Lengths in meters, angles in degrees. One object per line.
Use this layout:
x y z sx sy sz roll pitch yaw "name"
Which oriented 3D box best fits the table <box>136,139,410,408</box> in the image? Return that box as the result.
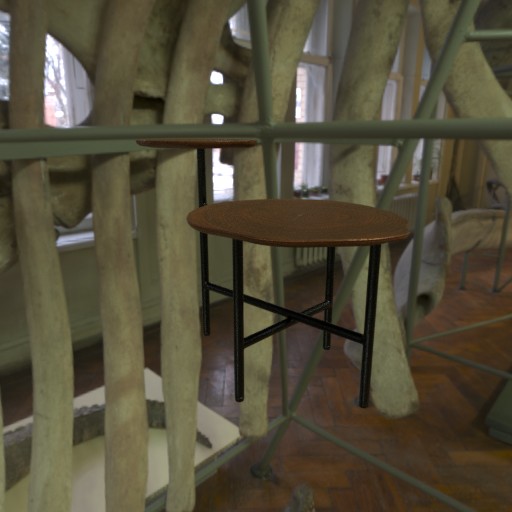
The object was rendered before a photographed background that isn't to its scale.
0.000 0.000 1.071 0.759 0.538 0.442 15 21 42 "table"
